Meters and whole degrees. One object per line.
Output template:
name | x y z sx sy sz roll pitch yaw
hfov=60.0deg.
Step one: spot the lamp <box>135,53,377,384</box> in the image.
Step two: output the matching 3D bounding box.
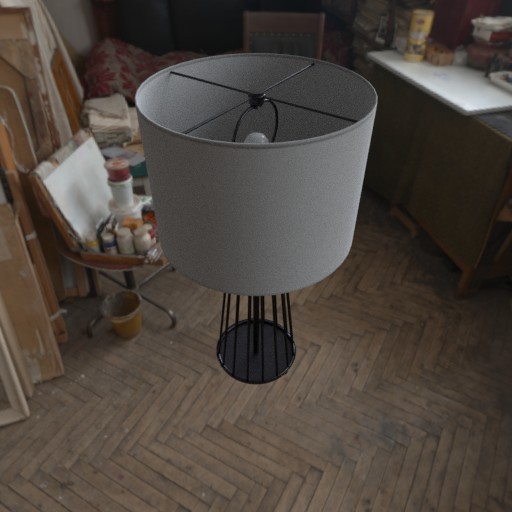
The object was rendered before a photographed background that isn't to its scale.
lamp | 0.000 0.000 0.792 0.322 0.593 0.322 25 46 26
